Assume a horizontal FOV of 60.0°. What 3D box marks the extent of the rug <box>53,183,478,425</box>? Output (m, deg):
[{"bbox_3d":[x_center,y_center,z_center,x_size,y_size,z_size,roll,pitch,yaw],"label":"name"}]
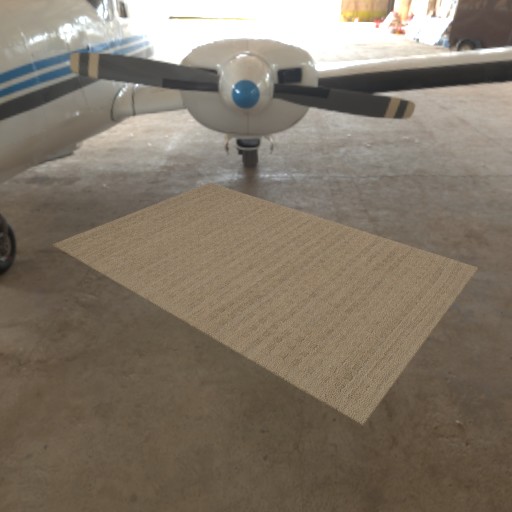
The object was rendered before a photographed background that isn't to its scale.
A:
[{"bbox_3d":[0.000,0.000,2.171,1.752,0.006,1.142,22,37,33],"label":"rug"}]
